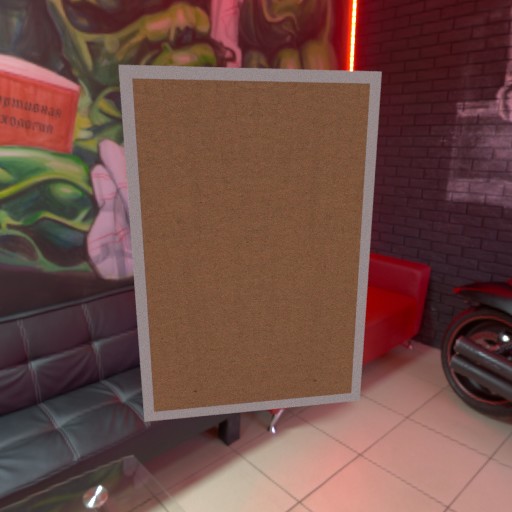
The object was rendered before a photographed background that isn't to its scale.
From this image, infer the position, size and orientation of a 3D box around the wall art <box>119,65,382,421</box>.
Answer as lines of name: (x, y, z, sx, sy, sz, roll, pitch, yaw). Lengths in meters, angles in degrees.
wall art: (0.000, 0.000, 1.228, 0.660, 0.965, 0.015, -2, 15, -9)
